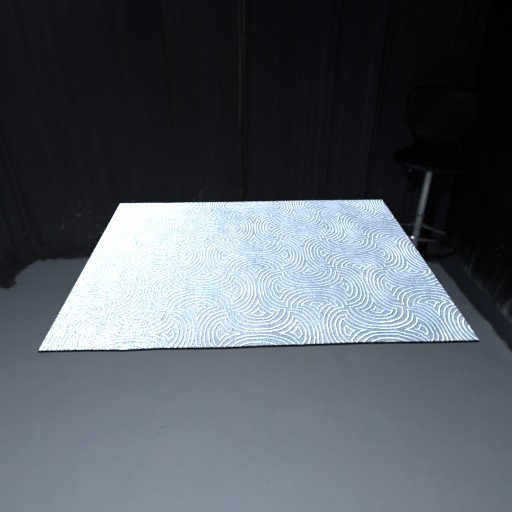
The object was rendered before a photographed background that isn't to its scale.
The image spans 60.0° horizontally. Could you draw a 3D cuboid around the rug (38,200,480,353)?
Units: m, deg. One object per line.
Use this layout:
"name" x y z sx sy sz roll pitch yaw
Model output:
"rug" 0.000 0.000 4.094 3.042 0.021 2.456 -1 31 -2
